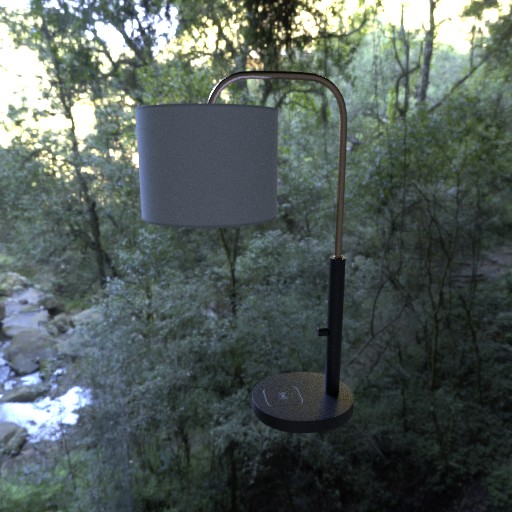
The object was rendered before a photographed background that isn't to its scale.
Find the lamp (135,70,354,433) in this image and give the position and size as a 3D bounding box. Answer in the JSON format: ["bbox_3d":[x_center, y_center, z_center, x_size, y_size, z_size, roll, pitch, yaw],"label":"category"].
[{"bbox_3d":[0.000,0.000,0.691,0.337,0.540,0.199,-2,14,-9],"label":"lamp"}]
